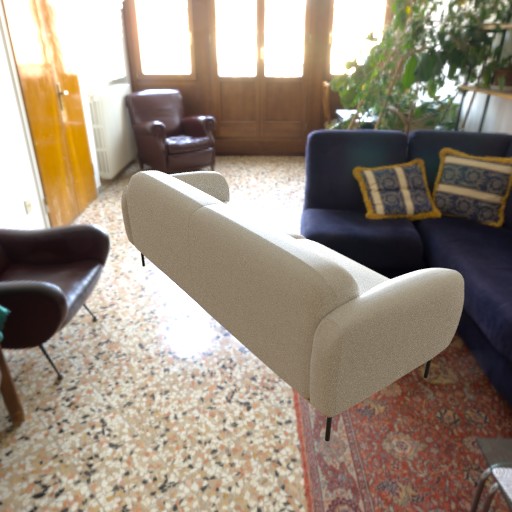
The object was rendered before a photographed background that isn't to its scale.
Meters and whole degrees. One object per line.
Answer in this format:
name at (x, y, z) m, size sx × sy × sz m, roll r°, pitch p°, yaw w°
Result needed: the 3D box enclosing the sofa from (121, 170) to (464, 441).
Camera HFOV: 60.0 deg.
sofa at (0.000, 0.000, 2.658) m, size 0.880 × 0.780 × 2.257 m, roll -17°, pitch 31°, yaw -31°
